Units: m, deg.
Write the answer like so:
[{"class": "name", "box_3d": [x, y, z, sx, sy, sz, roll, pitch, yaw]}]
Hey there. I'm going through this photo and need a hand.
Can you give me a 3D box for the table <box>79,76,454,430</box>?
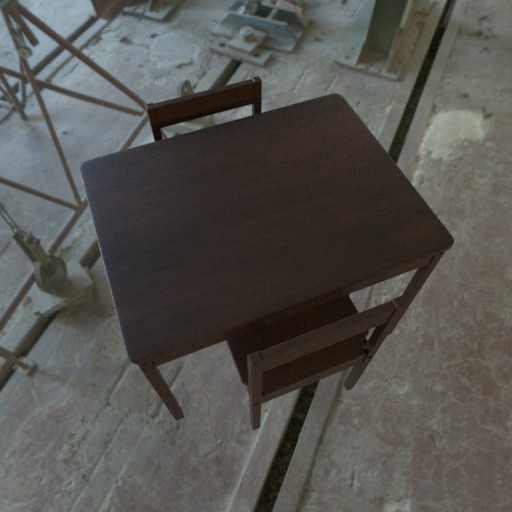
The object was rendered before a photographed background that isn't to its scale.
[{"class": "table", "box_3d": [0.000, 0.000, 1.101, 0.650, 0.503, 0.672, -19, 60, -12]}]
